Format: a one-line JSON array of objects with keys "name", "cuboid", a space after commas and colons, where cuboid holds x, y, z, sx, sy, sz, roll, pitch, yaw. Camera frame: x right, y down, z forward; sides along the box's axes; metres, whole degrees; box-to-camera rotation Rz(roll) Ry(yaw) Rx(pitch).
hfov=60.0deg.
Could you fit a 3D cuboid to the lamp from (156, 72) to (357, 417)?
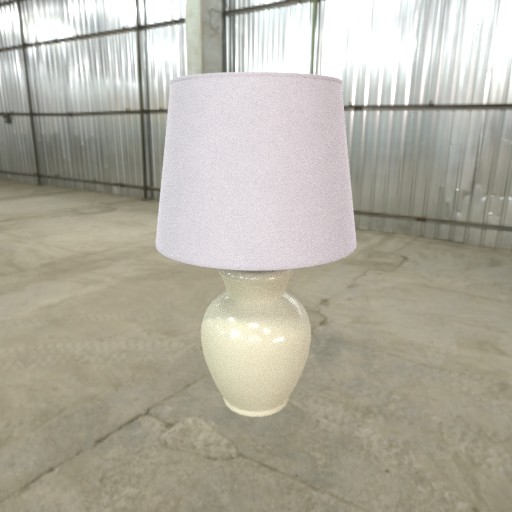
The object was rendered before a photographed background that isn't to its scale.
[{"name": "lamp", "cuboid": [0.000, 0.000, 0.545, 0.239, 0.399, 0.239, 0, 16, 0]}]
